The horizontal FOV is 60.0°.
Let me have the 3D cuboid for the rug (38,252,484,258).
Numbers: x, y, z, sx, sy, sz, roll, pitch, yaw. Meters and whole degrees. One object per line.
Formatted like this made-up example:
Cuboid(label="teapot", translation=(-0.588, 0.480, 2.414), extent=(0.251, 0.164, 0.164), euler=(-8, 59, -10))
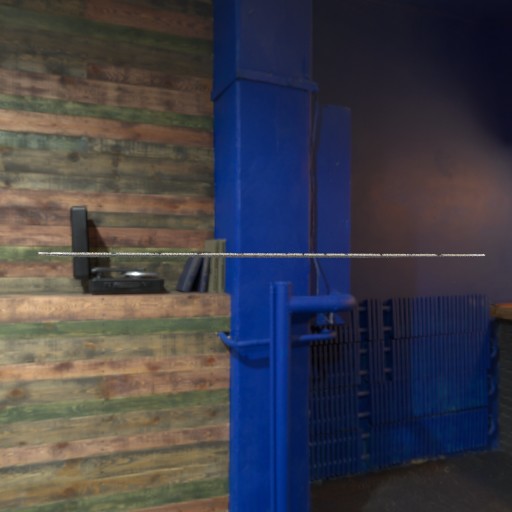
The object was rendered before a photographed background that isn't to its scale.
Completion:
Cuboid(label="rug", translation=(0.000, 0.000, 2.463), extent=(2.006, 0.008, 1.196), euler=(0, -1, -17))
